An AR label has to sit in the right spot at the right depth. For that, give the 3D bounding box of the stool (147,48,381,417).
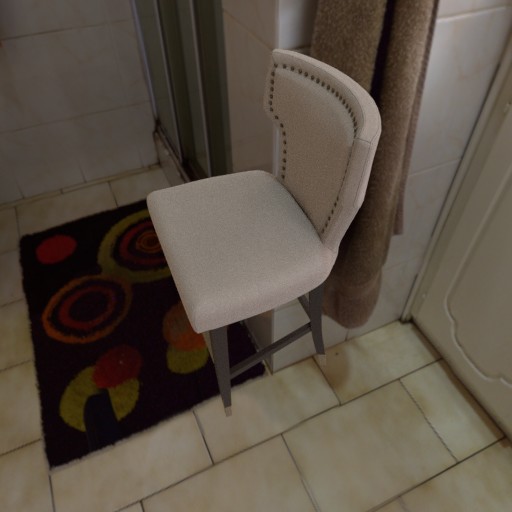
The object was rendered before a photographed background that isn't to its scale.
[{"bbox_3d":[0.000,0.000,1.442,0.563,1.092,0.526,-17,50,-15],"label":"stool"}]
